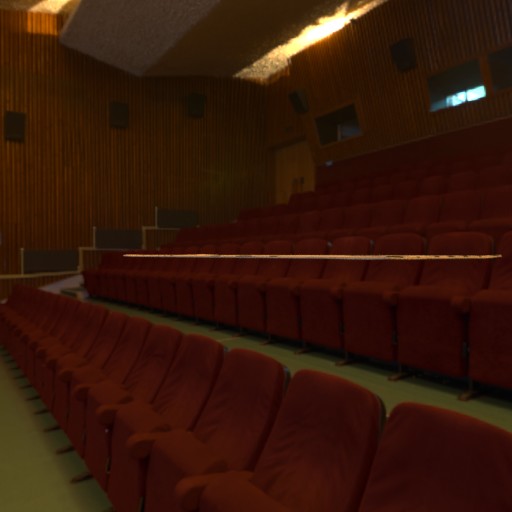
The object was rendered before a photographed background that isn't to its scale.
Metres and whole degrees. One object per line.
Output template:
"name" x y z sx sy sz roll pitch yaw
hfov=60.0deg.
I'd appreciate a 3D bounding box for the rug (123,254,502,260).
"rug" 0.000 0.000 2.441 0.692 0.017 2.301 0 0 -36
